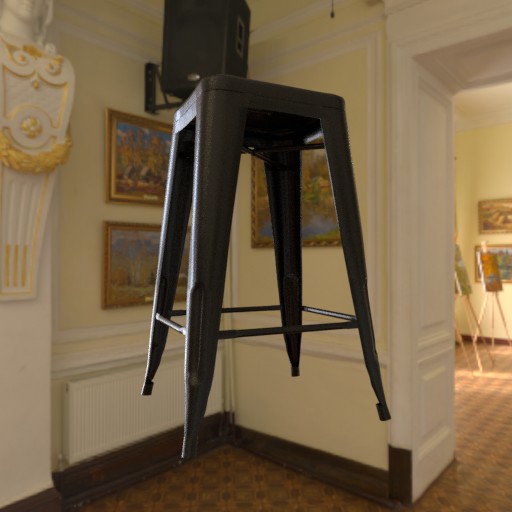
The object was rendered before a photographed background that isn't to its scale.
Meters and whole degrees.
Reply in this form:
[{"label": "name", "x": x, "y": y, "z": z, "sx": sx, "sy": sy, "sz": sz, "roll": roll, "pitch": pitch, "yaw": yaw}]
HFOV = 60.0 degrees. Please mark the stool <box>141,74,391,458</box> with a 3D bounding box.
[{"label": "stool", "x": 0.000, "y": 0.000, "z": 0.899, "sx": 0.455, "sy": 0.609, "sz": 0.423, "roll": 0, "pitch": 0, "yaw": -36}]
